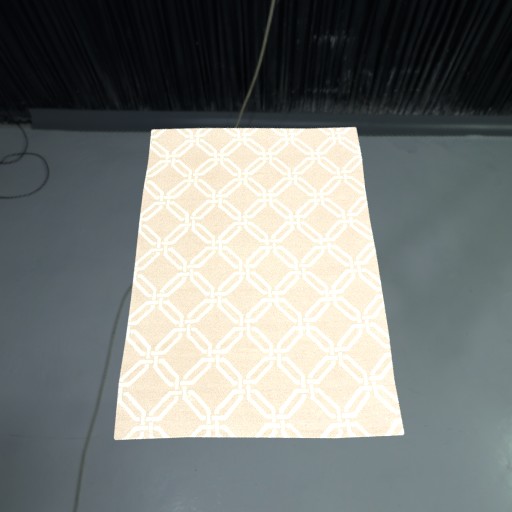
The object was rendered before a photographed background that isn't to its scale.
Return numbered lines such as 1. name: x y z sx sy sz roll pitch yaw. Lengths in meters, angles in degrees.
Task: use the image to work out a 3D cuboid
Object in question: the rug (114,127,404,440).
1. rug: 0.000 0.000 2.785 1.524 0.013 2.135 -1 63 0
